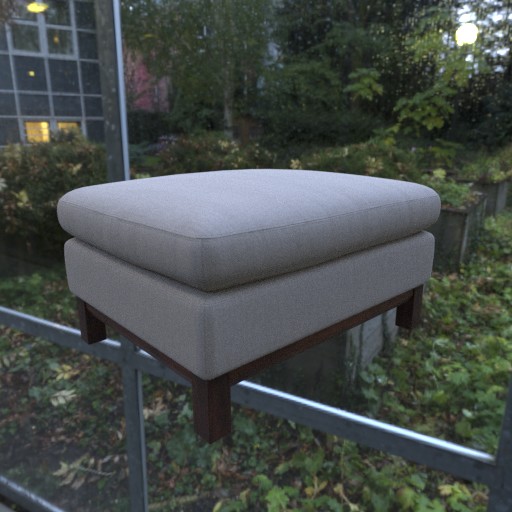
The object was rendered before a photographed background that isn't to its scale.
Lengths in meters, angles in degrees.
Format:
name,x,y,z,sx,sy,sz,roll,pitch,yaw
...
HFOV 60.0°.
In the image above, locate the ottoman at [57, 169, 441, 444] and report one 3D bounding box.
name,x,y,z,sx,sy,sz,roll,pitch,yaw
ottoman,0.000,0.000,1.118,0.771,0.420,0.606,-14,20,-41
